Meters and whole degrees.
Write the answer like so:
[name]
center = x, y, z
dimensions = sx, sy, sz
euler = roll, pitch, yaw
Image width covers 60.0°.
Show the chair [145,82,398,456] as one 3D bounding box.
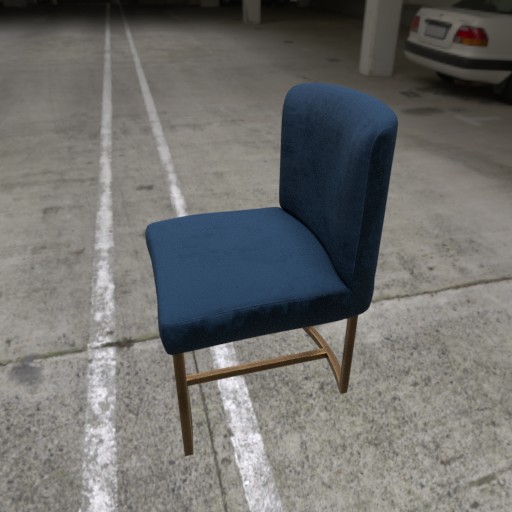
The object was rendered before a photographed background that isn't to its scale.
[chair]
center = 0.000, 0.000, 1.194
dimensions = 0.560, 0.824, 0.530
euler = -8, 30, -14
